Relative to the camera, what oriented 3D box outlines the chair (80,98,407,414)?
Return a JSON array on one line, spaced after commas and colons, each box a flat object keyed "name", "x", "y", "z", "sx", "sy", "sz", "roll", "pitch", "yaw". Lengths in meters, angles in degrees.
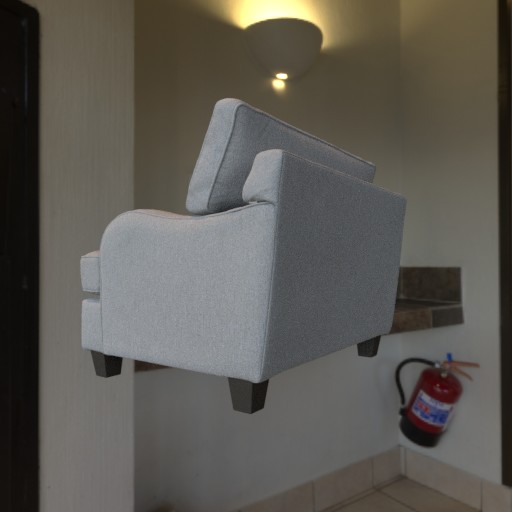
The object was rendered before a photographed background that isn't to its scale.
[{"name": "chair", "x": 0.000, "y": 0.000, "z": 2.062, "sx": 1.041, "sy": 1.016, "sz": 1.220, "roll": 0, "pitch": -1, "yaw": 36}]
